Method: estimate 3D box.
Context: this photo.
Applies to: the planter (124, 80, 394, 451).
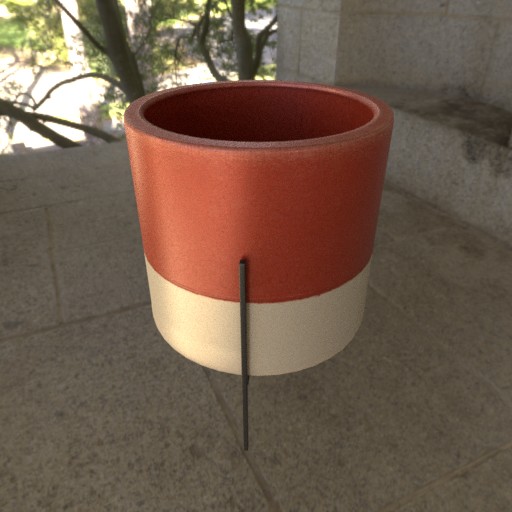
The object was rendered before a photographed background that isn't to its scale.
[{"bbox_3d":[0.000,0.000,0.700,0.354,0.465,0.345,21,38,30],"label":"planter"}]
